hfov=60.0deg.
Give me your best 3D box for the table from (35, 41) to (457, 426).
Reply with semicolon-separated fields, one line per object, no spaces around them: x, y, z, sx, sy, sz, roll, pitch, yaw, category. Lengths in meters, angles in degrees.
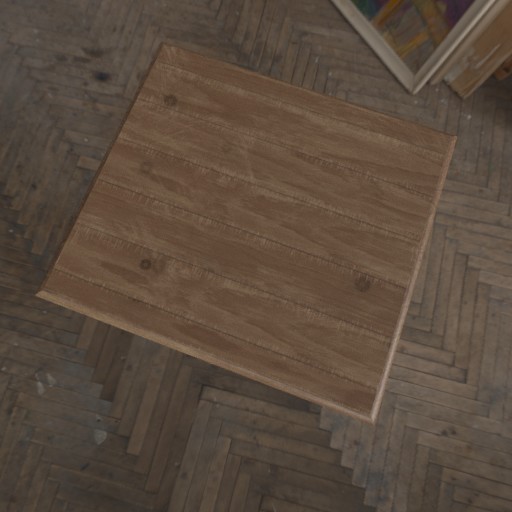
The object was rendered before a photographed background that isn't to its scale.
0.000;0.000;0.928;0.508;0.561;0.457;20;77;5;table
